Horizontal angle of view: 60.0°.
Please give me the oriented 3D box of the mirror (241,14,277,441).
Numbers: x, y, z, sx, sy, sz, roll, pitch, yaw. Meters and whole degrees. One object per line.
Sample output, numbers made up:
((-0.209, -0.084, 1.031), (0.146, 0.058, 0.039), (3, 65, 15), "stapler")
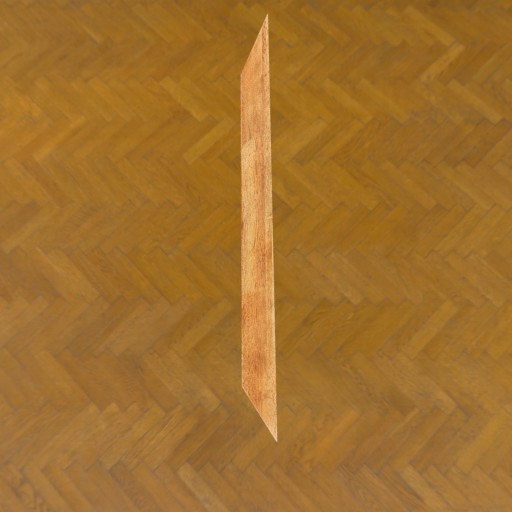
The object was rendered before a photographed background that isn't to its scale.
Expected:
((0.000, 0.000, 0.957), (0.047, 0.651, 0.651), (-1, 76, 0), "mirror")
